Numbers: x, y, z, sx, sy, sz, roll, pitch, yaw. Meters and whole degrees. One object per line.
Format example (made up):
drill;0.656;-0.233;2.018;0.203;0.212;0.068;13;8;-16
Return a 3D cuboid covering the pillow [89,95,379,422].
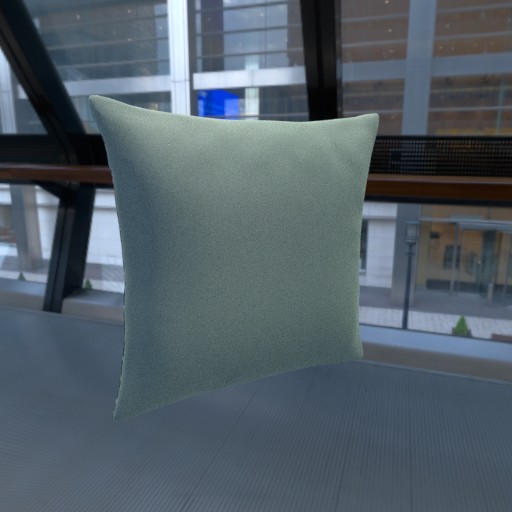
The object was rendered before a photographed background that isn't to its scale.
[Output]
pillow;0.000;0.000;0.786;0.525;0.508;0.166;-6;14;-27
